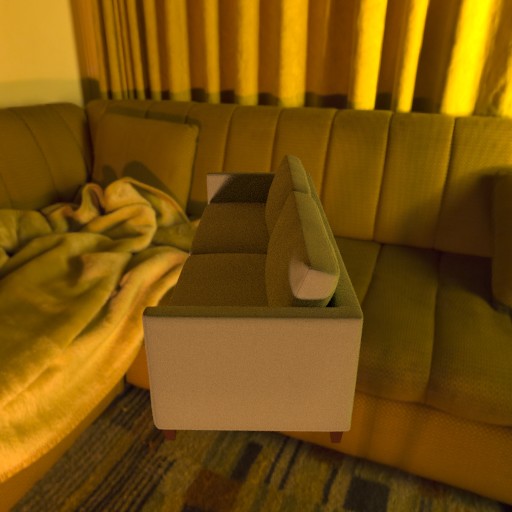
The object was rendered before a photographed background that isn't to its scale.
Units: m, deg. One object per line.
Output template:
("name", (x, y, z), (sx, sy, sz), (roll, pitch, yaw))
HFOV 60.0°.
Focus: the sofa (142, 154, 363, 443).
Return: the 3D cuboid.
("sofa", (0.000, 0.000, 3.016), (0.948, 0.965, 2.434), (0, 25, 1))
